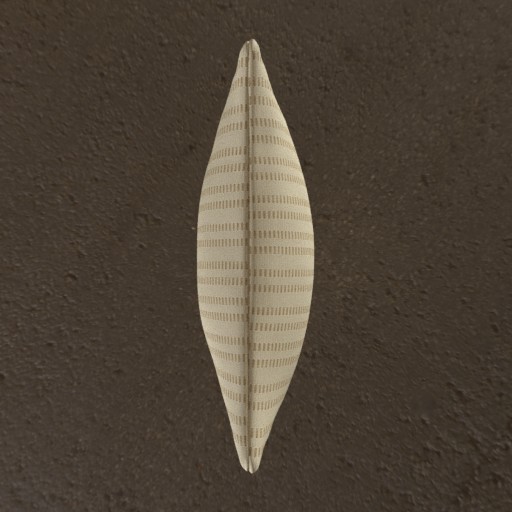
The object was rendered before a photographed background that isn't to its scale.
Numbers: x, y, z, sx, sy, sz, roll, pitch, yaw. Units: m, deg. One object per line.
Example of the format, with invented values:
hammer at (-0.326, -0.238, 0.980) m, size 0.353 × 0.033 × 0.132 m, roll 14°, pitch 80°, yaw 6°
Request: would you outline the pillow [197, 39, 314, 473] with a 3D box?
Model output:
pillow at (0.000, 0.000, 0.811) m, size 0.210 × 0.353 × 0.640 m, roll 0°, pitch 89°, yaw 0°
